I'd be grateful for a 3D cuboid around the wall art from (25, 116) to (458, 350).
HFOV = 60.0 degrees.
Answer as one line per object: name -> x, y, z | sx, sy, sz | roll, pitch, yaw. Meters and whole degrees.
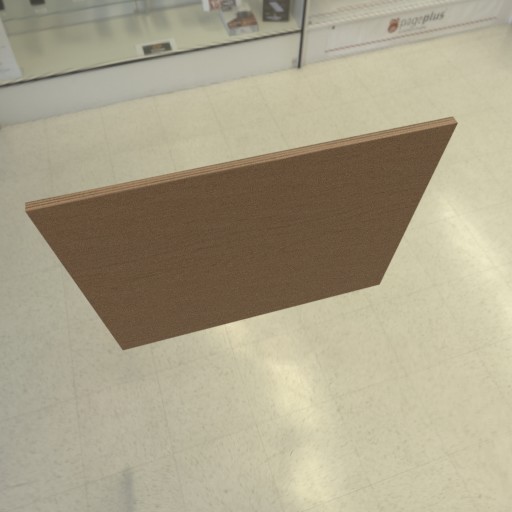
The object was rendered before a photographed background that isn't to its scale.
wall art -> 0.000, 0.000, 0.677 | 0.508, 0.406, 0.013 | -13, 58, -8
